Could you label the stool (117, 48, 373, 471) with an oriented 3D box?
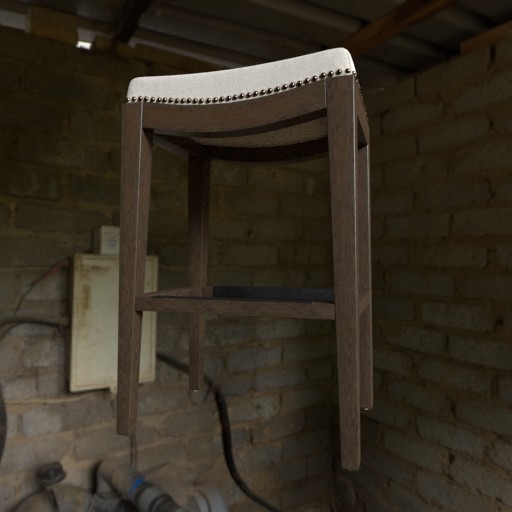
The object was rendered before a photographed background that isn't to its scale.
[{"bbox_3d":[0.000,0.000,1.018,0.498,0.759,0.358,0,0,19],"label":"stool"}]
